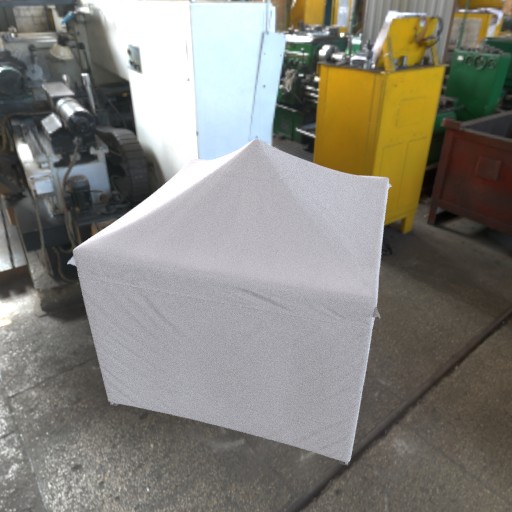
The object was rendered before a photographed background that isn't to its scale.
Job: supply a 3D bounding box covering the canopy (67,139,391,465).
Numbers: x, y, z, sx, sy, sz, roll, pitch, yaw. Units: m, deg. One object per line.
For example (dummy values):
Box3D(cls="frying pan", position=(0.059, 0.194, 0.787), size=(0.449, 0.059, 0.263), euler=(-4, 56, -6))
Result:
Box3D(cls="canopy", position=(0.000, 0.000, 5.567), size=(3.043, 2.997, 3.121), euler=(9, 32, 14))
